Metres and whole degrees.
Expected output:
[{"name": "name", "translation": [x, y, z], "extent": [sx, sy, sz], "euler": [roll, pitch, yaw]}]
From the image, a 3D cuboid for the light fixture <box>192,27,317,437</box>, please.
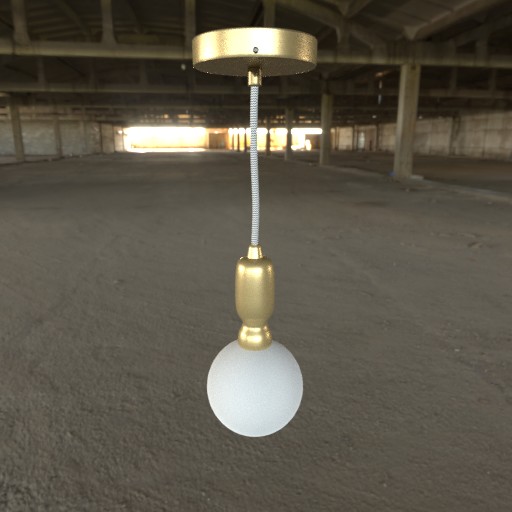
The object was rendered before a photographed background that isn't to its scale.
[{"name": "light fixture", "translation": [0.000, 0.000, 0.576], "extent": [0.146, 0.510, 0.147], "euler": [-2, 15, -8]}]
